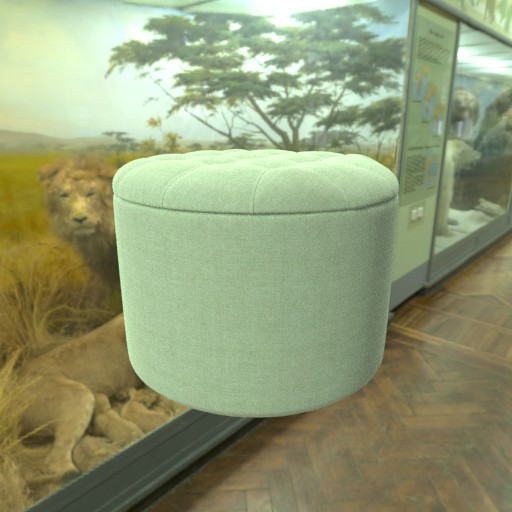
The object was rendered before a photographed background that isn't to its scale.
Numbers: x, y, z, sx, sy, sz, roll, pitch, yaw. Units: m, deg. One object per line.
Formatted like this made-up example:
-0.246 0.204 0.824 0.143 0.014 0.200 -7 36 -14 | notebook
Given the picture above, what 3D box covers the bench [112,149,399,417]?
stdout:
0.000 0.000 1.014 0.600 0.453 0.600 0 17 0 | bench
